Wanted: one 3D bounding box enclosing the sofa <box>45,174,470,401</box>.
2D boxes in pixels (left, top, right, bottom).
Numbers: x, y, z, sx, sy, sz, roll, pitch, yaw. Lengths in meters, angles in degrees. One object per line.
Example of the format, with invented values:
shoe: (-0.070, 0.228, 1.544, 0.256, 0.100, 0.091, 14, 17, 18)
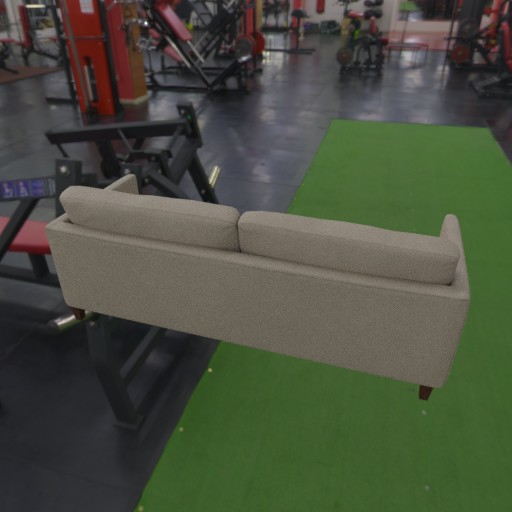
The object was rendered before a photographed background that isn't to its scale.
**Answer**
sofa: (0.000, 0.000, 2.850, 2.404, 0.912, 0.988, 9, 32, 15)
